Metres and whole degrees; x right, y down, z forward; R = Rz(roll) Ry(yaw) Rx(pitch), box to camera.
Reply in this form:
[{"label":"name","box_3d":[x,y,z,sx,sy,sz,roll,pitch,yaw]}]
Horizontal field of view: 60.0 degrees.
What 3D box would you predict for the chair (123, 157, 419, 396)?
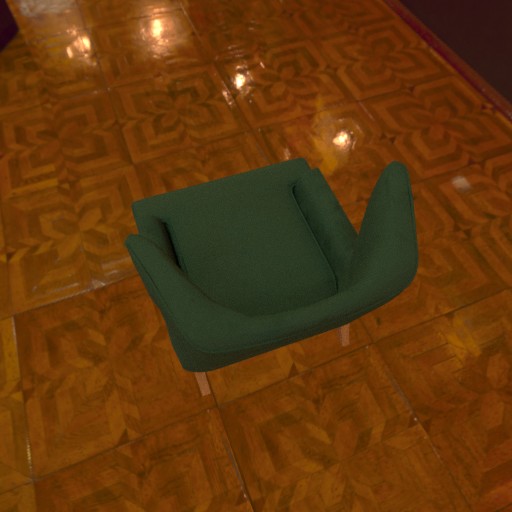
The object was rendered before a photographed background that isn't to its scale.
[{"label":"chair","box_3d":[0.000,0.000,1.624,0.793,0.952,0.910,-17,59,-10]}]
